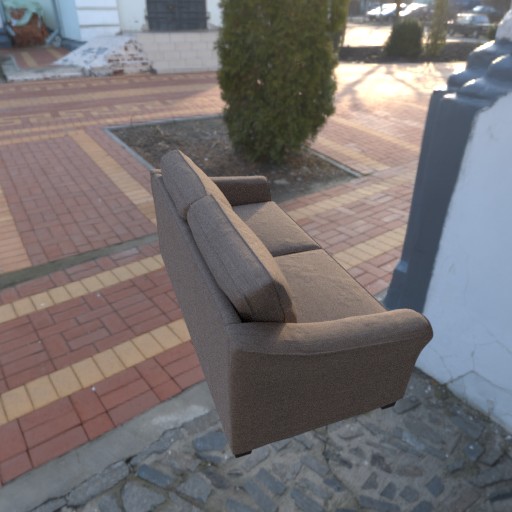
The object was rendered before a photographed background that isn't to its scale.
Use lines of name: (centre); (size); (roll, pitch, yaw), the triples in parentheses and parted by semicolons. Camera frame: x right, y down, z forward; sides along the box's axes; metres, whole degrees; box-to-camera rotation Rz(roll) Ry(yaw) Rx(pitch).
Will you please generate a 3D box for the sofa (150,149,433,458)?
sofa: (0.000, 0.000, 2.826); (0.980, 0.965, 2.270); (-10, 31, -17)
